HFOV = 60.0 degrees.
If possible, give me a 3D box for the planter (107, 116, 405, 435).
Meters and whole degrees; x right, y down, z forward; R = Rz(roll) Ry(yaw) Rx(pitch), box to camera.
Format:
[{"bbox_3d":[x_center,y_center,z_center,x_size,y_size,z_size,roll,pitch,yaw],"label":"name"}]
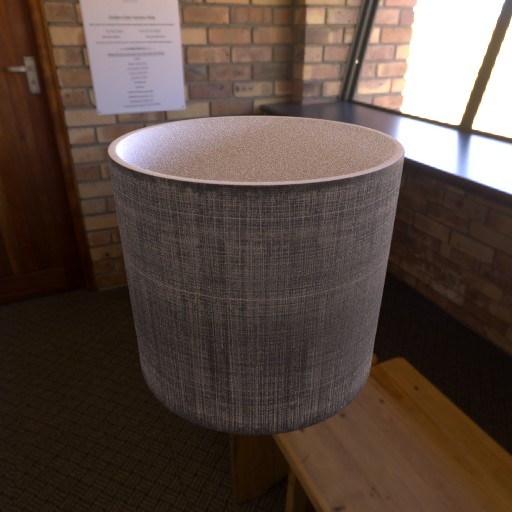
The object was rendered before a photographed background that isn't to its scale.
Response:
[{"bbox_3d":[0.000,0.000,0.388,0.221,0.201,0.221,0,27,0],"label":"planter"}]
